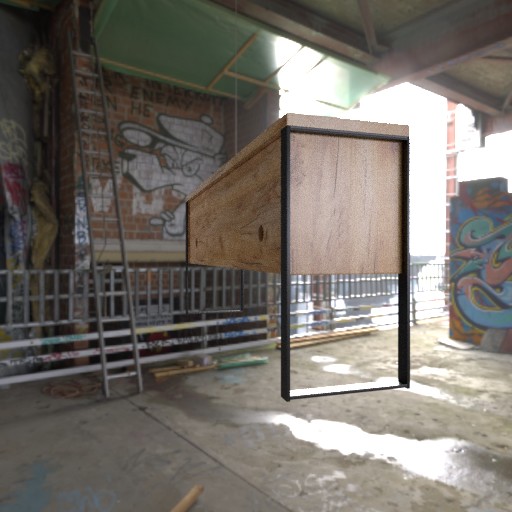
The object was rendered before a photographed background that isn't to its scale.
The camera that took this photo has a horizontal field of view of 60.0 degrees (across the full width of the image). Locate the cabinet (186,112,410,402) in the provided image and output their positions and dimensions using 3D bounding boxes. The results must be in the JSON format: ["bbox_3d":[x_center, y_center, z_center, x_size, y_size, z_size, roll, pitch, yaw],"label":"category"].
[{"bbox_3d":[0.000,0.000,2.082,0.395,0.762,1.800,0,0,-17],"label":"cabinet"}]
